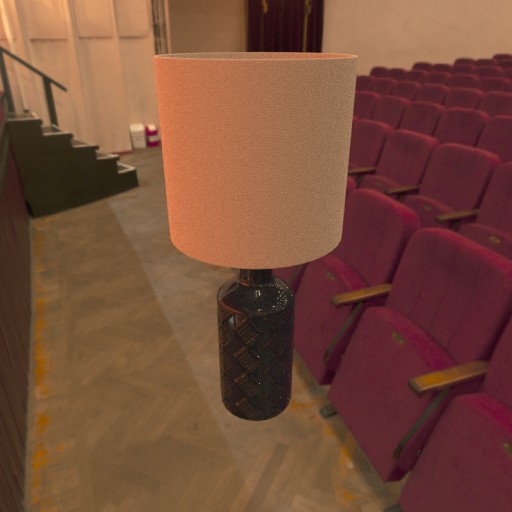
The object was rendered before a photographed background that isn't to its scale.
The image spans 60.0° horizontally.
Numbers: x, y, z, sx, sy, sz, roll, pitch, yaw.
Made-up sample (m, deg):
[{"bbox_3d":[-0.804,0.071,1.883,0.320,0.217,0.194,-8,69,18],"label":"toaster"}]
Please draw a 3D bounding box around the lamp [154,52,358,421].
[{"bbox_3d":[0.000,0.000,0.558,0.207,0.461,0.207,-8,27,-16],"label":"lamp"}]
